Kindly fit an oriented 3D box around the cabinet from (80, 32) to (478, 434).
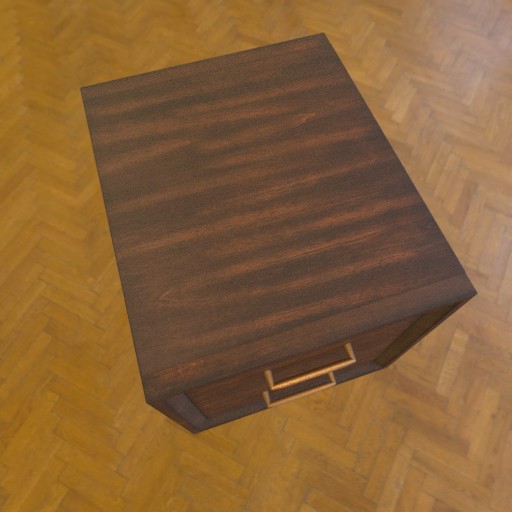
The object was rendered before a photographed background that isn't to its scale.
[{"bbox_3d":[0.000,0.000,0.803,0.402,0.455,0.500,-16,65,-8],"label":"cabinet"}]
